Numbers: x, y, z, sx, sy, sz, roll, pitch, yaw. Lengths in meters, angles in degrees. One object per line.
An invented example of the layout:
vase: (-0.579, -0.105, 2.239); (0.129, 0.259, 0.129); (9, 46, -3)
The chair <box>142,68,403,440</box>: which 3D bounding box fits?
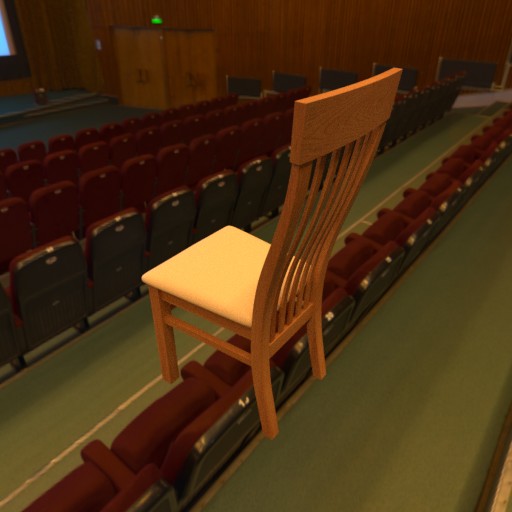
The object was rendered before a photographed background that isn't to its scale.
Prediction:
chair: (0.000, 0.000, 1.338); (0.580, 1.050, 0.450); (21, 38, 31)
